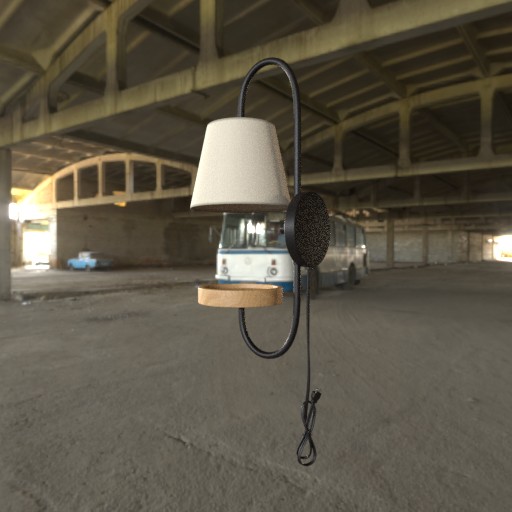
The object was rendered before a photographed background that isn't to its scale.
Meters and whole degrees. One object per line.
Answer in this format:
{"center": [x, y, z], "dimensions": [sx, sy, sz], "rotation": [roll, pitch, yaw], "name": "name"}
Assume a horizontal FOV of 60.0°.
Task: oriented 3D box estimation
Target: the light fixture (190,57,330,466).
{"center": [0.000, 0.000, 0.943], "dimensions": [0.299, 0.821, 0.220], "rotation": [1, 1, 36], "name": "light fixture"}
